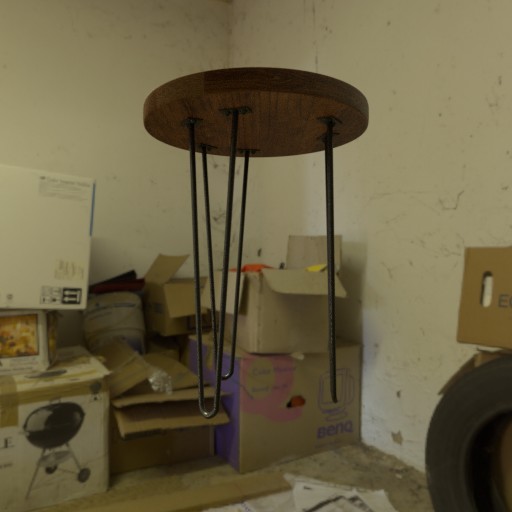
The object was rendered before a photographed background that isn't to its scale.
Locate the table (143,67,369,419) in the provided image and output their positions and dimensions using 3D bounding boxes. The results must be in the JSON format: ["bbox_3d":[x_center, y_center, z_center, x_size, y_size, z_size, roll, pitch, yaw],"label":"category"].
[{"bbox_3d":[0.000,0.000,0.808,0.400,0.520,0.400,0,-1,0],"label":"table"}]
